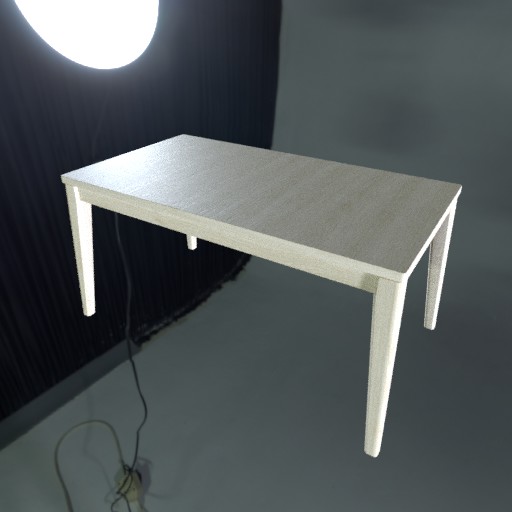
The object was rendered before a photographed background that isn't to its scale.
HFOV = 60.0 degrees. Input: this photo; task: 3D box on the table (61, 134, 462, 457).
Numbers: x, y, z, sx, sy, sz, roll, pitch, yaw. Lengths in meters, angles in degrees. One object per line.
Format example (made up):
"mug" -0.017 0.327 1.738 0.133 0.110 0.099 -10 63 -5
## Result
"table" 0.000 0.000 2.115 1.600 0.760 0.900 18 34 28
